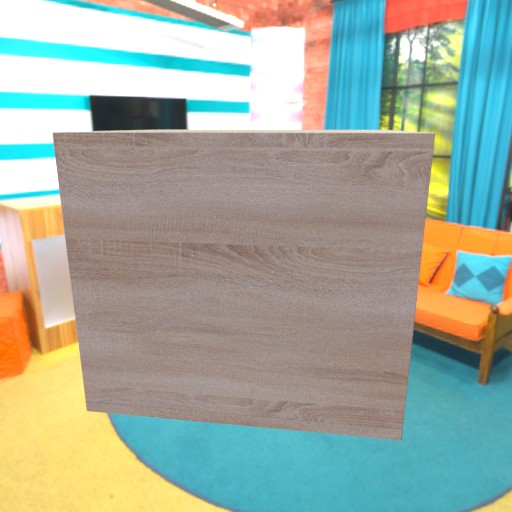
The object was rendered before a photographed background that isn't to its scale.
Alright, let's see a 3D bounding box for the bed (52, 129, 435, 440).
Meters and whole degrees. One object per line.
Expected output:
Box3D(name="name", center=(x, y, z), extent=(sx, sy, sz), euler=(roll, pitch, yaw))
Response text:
Box3D(name="bed", center=(0.000, 0.000, 0.773), extent=(0.460, 0.420, 0.401), euler=(2, 17, 8))
